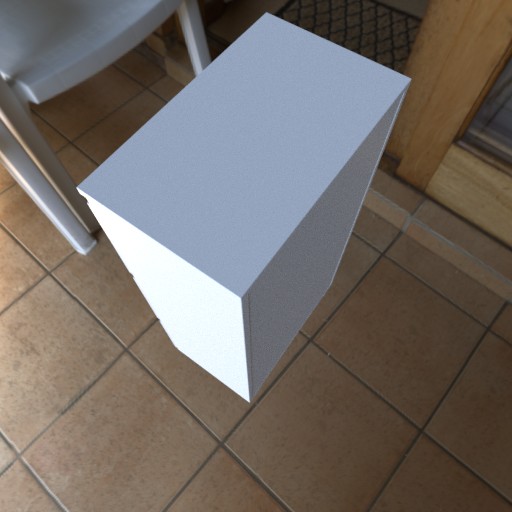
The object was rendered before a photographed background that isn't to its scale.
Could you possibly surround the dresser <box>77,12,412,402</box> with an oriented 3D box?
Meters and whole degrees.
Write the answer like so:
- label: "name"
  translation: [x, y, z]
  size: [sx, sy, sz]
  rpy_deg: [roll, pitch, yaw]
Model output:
- label: "dresser"
  translation: [0.000, 0.000, 1.464]
  size: [0.400, 1.190, 0.650]
  rpy_deg: [33, 68, 15]
